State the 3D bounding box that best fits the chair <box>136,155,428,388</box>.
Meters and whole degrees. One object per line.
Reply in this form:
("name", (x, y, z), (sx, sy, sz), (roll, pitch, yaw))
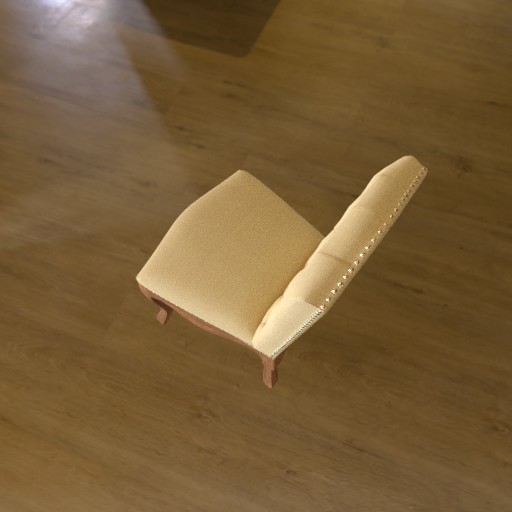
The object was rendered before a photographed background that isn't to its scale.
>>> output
("chair", (0.000, 0.000, 1.547), (0.715, 1.165, 0.623), (34, 68, 16))
